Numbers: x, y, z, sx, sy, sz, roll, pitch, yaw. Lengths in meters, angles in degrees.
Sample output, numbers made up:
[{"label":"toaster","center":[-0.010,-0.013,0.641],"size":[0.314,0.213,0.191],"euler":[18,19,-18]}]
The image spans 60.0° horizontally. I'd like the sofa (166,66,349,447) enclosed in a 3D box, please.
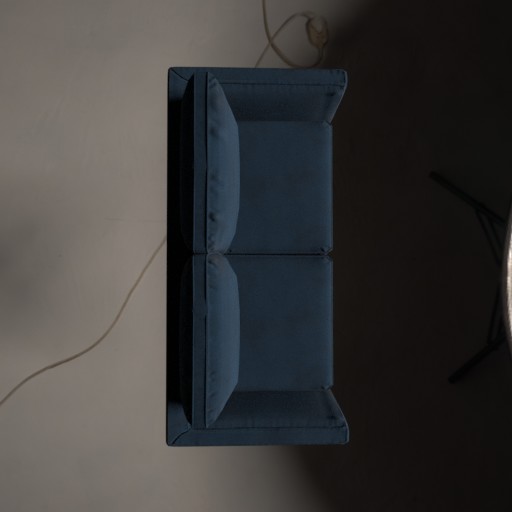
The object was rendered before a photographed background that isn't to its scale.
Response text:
[{"label":"sofa","center":[0.000,0.000,2.309],"size":[0.853,1.002,1.770],"euler":[0,89,-2]}]
